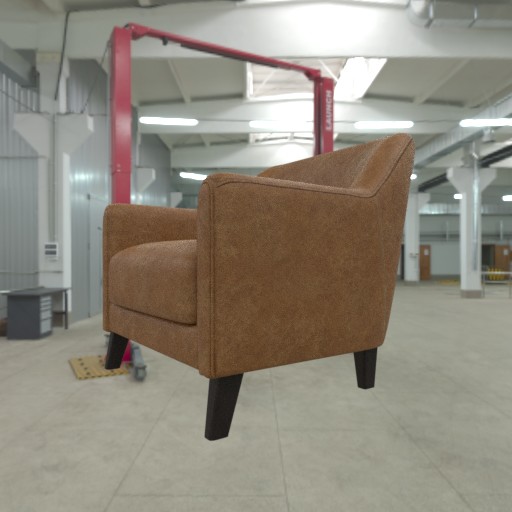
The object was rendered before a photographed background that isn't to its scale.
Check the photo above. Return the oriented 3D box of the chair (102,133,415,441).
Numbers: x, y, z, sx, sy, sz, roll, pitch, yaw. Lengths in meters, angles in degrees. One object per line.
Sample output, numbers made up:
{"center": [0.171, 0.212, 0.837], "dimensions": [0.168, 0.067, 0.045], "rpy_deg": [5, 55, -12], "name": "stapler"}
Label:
{"center": [0.000, 0.000, 1.827], "dimensions": [1.034, 0.980, 1.037], "rpy_deg": [0, 0, -35], "name": "chair"}
